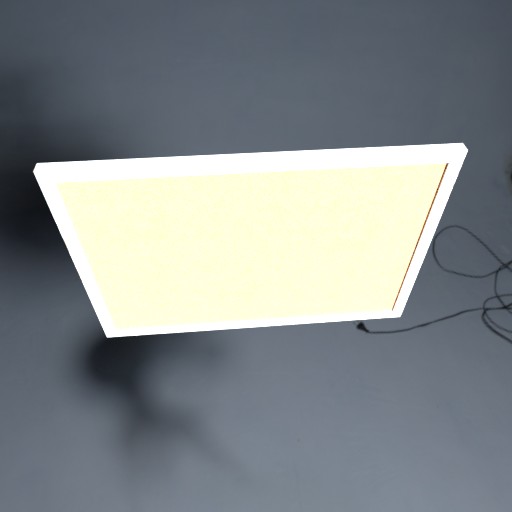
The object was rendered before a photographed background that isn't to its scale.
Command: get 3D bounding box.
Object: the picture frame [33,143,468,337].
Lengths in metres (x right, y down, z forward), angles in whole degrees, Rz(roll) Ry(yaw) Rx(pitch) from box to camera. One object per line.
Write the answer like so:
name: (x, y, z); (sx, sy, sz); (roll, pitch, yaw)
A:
picture frame: (0.000, 0.000, 1.210); (0.950, 0.640, 0.029); (-3, 47, -3)
